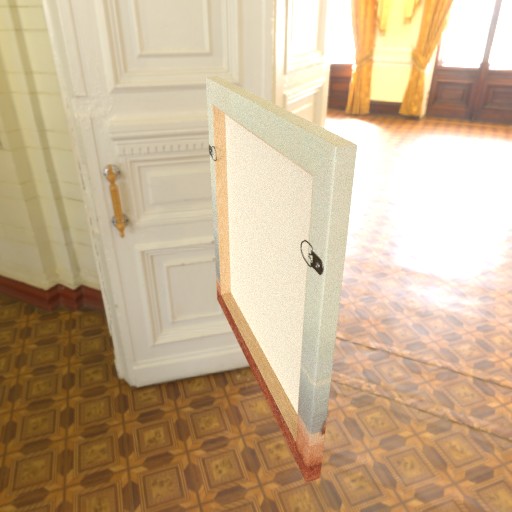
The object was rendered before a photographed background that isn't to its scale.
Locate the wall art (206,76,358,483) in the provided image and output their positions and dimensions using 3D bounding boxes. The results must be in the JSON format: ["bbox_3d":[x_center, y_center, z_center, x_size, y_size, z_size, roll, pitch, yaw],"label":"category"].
[{"bbox_3d":[0.000,0.000,0.600,0.023,0.405,0.405,-10,31,-17],"label":"wall art"}]
